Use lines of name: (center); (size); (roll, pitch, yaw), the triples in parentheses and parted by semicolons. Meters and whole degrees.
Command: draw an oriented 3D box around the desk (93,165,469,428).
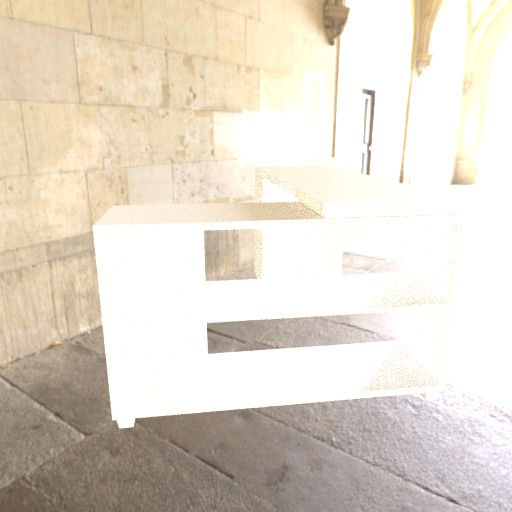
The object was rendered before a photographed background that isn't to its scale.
desk: (0.000, 0.000, 2.206); (1.199, 0.759, 1.524); (-2, 16, -8)
